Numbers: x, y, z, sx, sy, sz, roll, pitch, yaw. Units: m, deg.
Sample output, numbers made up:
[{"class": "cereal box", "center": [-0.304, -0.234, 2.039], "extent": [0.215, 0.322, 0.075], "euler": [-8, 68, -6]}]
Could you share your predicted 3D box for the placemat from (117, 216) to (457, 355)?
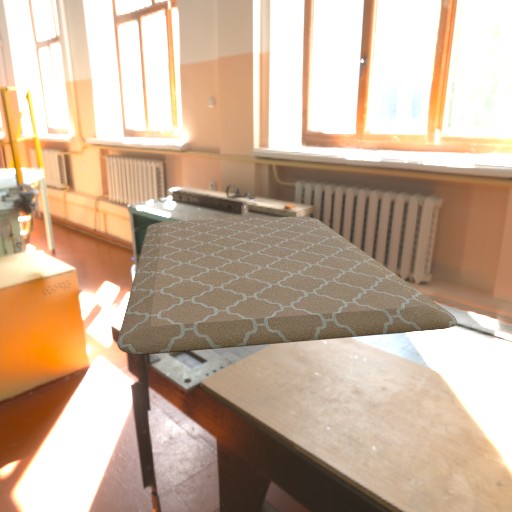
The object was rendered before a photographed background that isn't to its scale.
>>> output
[{"class": "placemat", "center": [0.000, 0.000, 0.974], "extent": [0.508, 0.021, 0.762], "euler": [-3, 17, -9]}]
